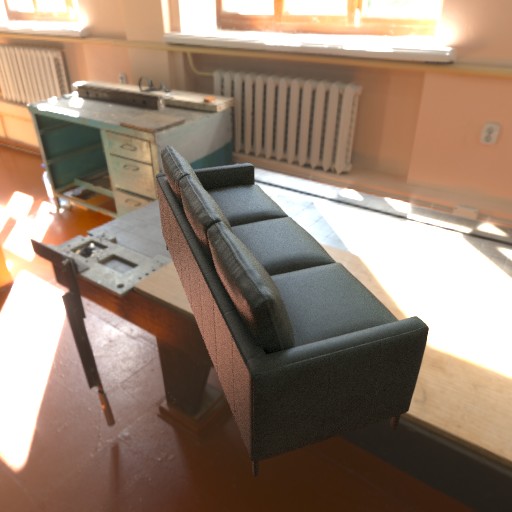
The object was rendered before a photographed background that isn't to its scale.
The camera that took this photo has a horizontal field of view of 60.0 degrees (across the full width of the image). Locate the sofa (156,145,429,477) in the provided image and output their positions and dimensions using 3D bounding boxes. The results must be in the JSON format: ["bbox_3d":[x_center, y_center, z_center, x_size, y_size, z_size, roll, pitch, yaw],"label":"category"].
[{"bbox_3d":[0.000,0.000,2.422,0.748,0.805,2.029,-10,32,-17],"label":"sofa"}]
